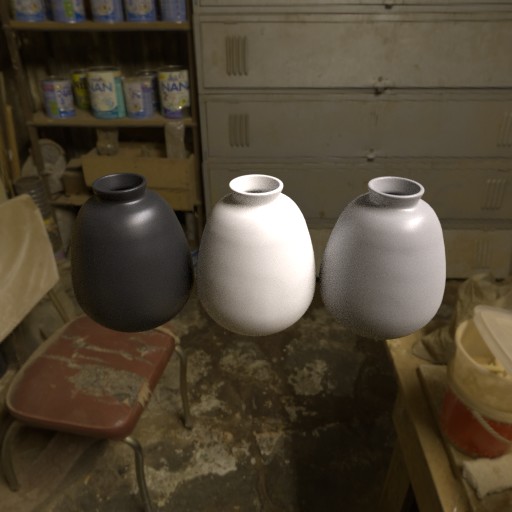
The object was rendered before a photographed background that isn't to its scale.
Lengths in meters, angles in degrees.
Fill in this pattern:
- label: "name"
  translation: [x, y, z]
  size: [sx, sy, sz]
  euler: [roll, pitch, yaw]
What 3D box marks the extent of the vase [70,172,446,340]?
- label: "vase"
  translation: [0.000, 0.000, 0.352]
  size: [0.297, 0.122, 0.097]
  euler: [1, 31, 2]
